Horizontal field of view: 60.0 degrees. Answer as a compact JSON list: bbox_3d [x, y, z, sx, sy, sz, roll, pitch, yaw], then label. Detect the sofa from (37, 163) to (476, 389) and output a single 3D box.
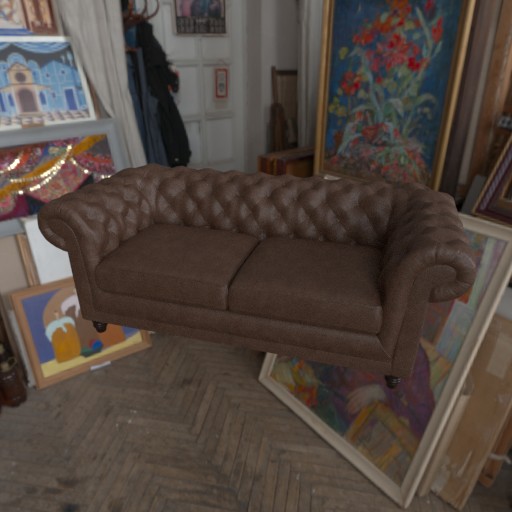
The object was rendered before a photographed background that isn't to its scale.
[{"bbox_3d":[0.000,0.000,2.460,2.048,0.784,0.955,7,26,15],"label":"sofa"}]
